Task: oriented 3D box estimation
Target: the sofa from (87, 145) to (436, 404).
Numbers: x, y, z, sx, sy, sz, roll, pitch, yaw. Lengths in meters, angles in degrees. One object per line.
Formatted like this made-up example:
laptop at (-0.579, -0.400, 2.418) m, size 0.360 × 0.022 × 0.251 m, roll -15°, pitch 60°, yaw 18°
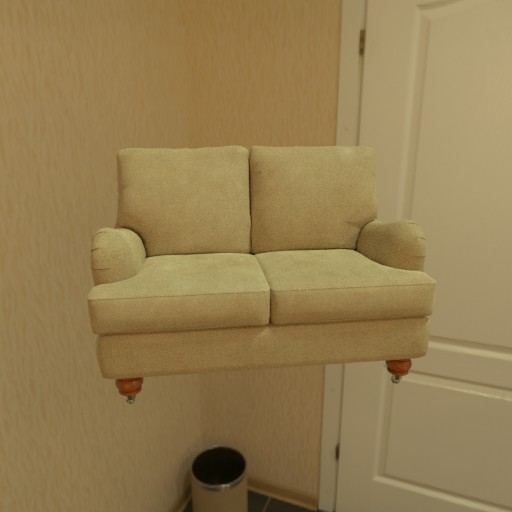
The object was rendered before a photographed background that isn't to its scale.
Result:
sofa at (0.000, 0.000, 2.288) m, size 1.498 × 1.087 × 1.086 m, roll -2°, pitch 17°, yaw -7°
